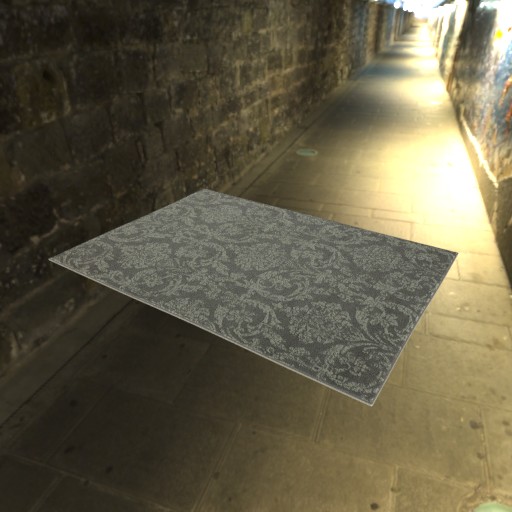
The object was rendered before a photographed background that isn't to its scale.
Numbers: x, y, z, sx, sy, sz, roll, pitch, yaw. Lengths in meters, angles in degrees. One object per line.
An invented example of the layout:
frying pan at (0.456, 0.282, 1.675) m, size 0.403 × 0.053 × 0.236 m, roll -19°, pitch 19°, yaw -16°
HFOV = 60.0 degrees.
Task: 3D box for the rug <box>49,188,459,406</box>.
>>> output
rug at (0.000, 0.000, 2.926) m, size 2.206 × 0.014 × 1.578 m, roll 18°, pitch 34°, yaw 29°
